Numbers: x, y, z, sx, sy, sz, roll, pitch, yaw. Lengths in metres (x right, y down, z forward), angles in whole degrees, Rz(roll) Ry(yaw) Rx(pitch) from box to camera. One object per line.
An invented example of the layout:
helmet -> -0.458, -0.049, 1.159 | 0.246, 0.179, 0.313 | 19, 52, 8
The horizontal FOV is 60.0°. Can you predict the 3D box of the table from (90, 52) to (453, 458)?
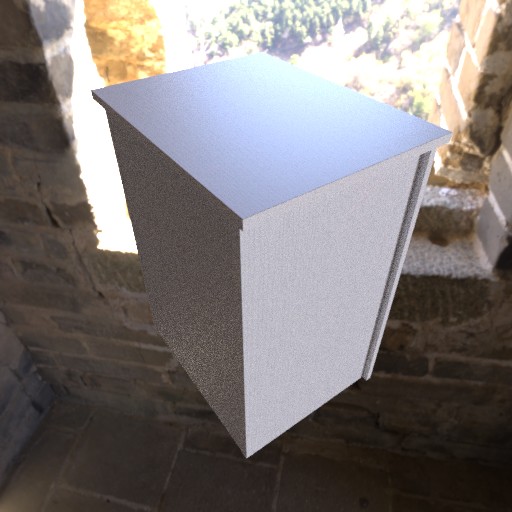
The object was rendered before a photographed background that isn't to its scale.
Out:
table -> 0.000, 0.000, 0.931 | 0.381, 0.635, 0.480 | -25, 47, -26
